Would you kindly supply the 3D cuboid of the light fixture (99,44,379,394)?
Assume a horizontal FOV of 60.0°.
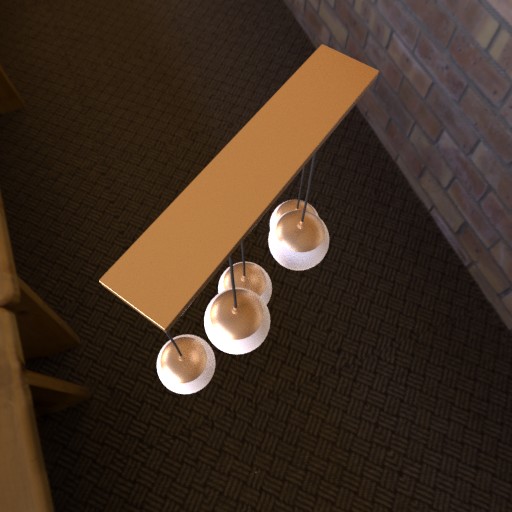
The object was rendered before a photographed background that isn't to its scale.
[{"bbox_3d":[0.000,0.000,1.304,0.299,0.869,0.863,33,68,15],"label":"light fixture"}]
